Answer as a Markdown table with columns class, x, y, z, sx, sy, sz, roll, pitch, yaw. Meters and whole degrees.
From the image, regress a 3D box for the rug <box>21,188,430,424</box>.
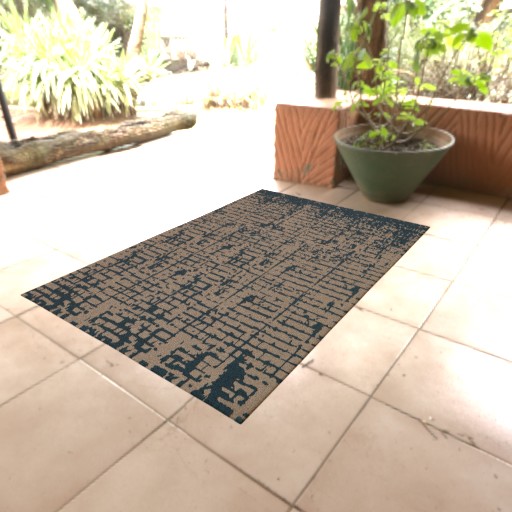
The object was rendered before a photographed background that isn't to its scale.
| class | x | y | z | sx | sy | sz | roll | pitch | yaw |
| --- | --- | --- | --- | --- | --- | --- | --- | --- | --- |
| rug | 0.000 | 0.000 | 2.278 | 1.220 | 0.007 | 1.828 | 18 | 32 | 32 |
